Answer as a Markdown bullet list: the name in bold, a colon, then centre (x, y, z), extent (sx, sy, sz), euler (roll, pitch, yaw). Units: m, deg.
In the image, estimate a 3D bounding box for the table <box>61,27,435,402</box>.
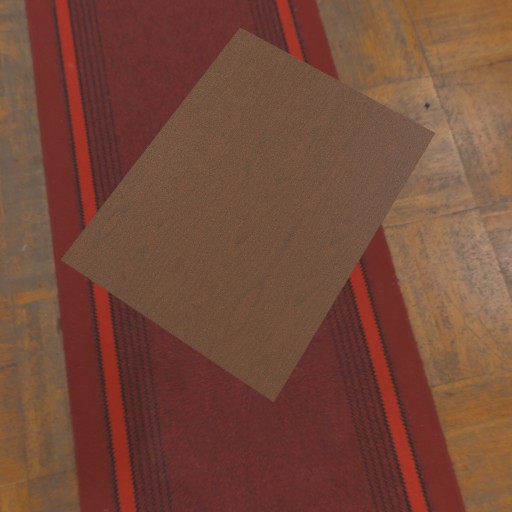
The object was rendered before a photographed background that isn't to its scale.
- **table**: centre (0.000, 0.000, 0.827), extent (0.300, 0.599, 0.406), euler (32, 78, 8)
